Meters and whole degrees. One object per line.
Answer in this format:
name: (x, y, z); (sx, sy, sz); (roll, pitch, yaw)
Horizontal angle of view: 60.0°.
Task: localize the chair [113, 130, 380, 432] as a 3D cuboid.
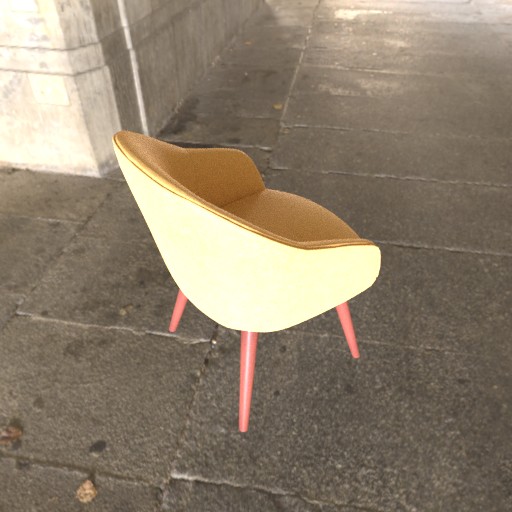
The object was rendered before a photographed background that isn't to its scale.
chair: (0.000, 0.000, 1.289); (0.635, 0.823, 0.596); (-24, 46, -26)
